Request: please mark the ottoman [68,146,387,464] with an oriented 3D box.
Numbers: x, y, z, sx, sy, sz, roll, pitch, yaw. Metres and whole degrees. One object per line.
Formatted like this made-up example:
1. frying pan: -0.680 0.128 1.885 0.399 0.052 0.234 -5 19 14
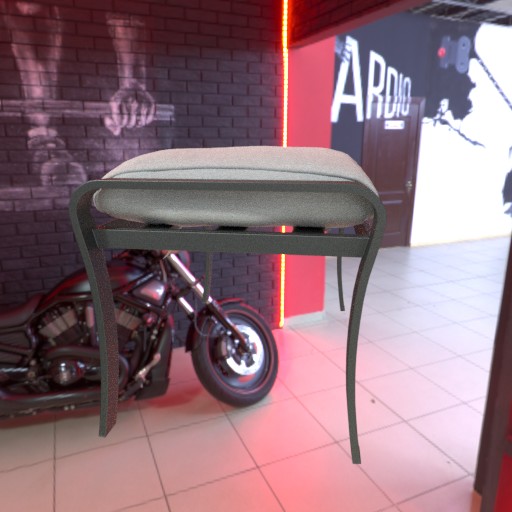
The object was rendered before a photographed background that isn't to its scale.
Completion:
1. ottoman: 0.000 0.000 0.876 0.406 0.422 0.610 2 15 9
